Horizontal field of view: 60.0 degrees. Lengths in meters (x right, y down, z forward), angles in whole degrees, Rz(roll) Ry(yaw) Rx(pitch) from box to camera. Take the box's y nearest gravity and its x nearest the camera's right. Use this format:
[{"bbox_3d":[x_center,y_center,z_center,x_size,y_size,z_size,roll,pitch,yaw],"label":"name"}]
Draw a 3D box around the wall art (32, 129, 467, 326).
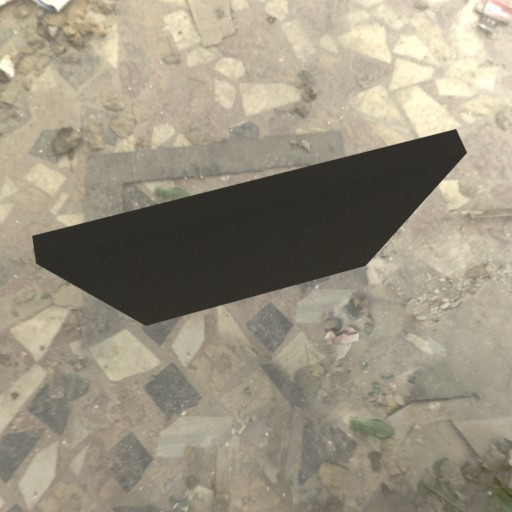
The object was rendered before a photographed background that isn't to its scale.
[{"bbox_3d":[0.000,0.000,0.681,0.462,0.458,0.030,-15,74,-4],"label":"wall art"}]
